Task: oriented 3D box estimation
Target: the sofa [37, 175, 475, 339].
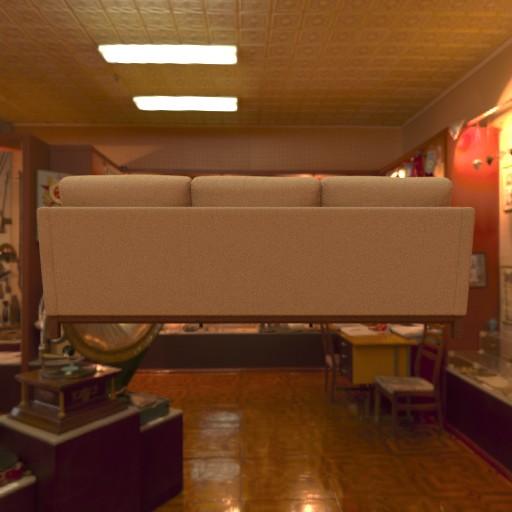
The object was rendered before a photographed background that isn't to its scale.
[{"bbox_3d":[0.000,0.000,2.802,2.321,0.913,1.000,0,0,0],"label":"sofa"}]
